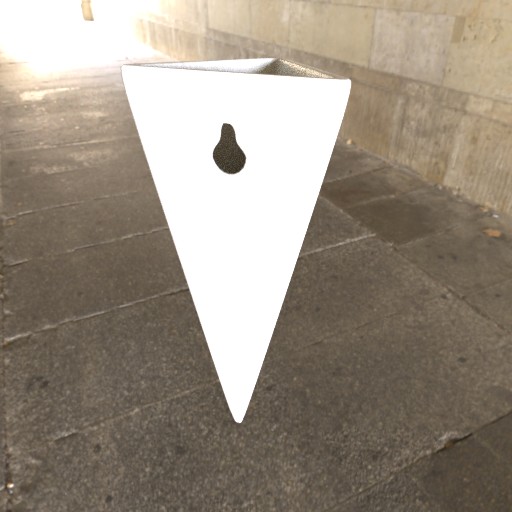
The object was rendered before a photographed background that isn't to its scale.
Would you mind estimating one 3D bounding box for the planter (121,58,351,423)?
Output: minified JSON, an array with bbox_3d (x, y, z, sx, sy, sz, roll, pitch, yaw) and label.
[{"bbox_3d":[0.000,0.000,0.271,0.101,0.224,0.081,10,34,16],"label":"planter"}]
